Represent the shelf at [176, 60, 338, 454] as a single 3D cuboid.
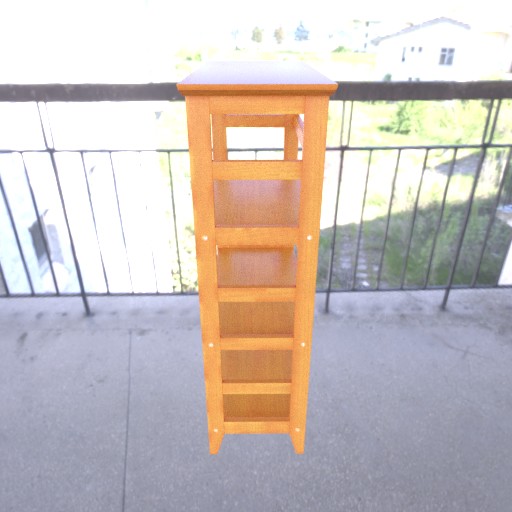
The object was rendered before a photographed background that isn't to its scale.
[{"bbox_3d":[0.000,0.000,1.370,0.305,1.067,0.660,0,27,0],"label":"shelf"}]
